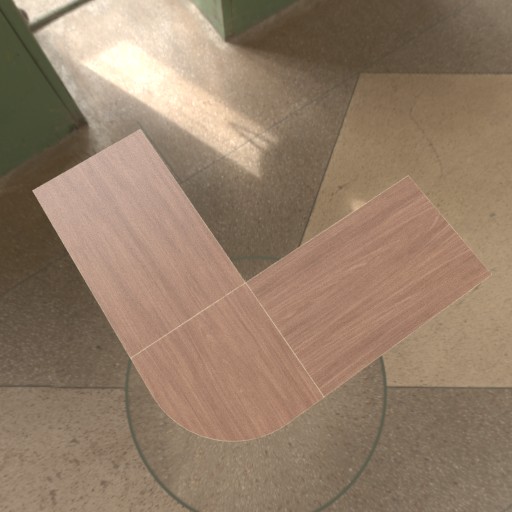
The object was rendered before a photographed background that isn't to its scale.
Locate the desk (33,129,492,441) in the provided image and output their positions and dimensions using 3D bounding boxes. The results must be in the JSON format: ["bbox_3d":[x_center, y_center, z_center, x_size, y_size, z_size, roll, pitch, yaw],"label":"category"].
[{"bbox_3d":[0.000,0.000,2.242,1.400,0.762,1.400,-33,77,-9],"label":"desk"}]
